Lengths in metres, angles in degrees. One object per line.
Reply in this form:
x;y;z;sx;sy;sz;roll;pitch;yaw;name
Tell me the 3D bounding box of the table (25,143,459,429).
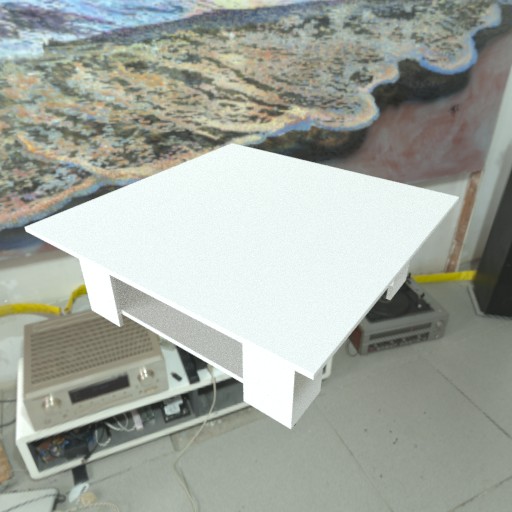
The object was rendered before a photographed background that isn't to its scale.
0.000;0.000;1.353;0.890;0.305;0.890;21;38;30;table
